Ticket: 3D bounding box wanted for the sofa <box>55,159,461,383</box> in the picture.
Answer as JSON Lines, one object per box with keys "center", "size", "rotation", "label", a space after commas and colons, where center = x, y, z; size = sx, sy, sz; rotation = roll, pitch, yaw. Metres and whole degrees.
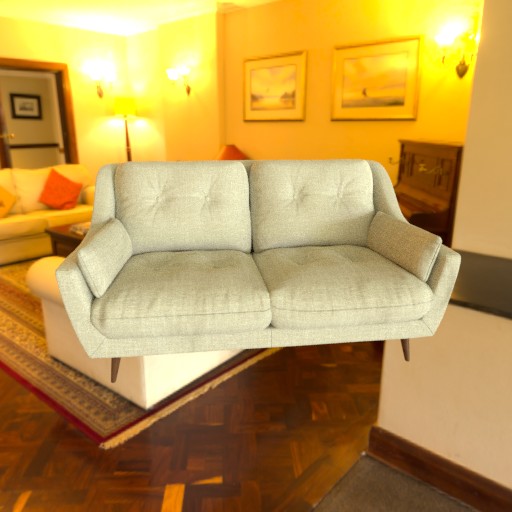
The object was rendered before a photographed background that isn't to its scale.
{"center": [0.000, 0.000, 2.205], "size": [1.652, 0.888, 0.965], "rotation": [-2, 17, -7], "label": "sofa"}
